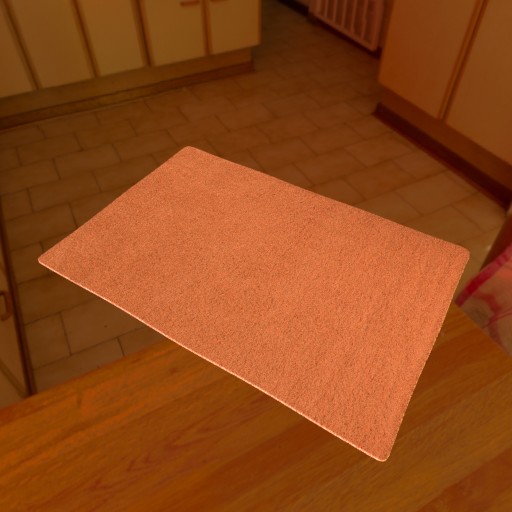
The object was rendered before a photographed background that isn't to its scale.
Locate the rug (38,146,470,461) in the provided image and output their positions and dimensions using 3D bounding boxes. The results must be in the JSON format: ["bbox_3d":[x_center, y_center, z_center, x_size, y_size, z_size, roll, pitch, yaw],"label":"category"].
[{"bbox_3d":[0.000,0.000,3.301,2.700,0.024,1.801,24,51,21],"label":"rug"}]
